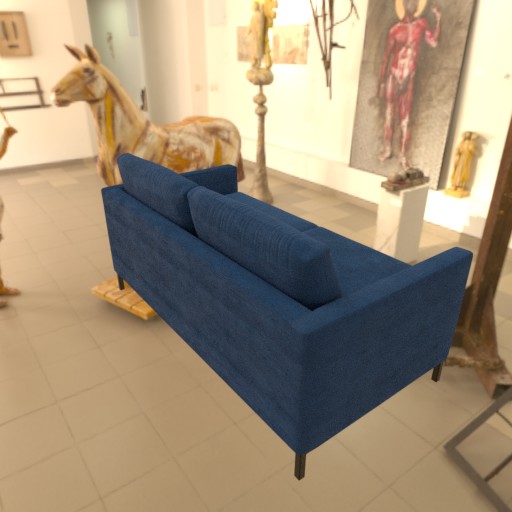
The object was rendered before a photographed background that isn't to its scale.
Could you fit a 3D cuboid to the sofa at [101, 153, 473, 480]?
[{"bbox_3d":[0.000,0.000,2.122,0.875,0.817,1.676,-18,31,-33],"label":"sofa"}]
